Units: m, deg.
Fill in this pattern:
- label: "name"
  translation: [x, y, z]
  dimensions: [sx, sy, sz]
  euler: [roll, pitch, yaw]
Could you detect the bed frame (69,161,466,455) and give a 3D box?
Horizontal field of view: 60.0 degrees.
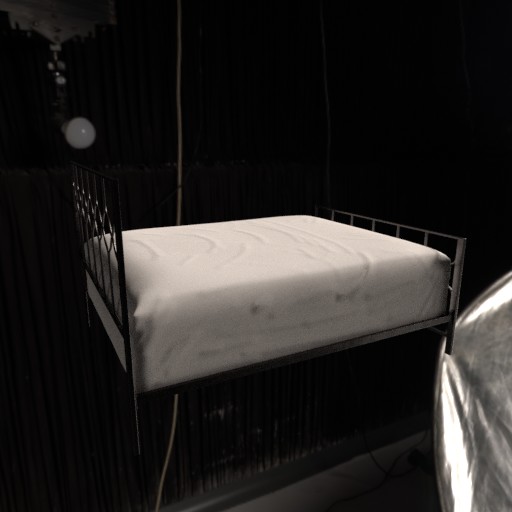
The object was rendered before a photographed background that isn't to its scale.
- label: "bed frame"
  translation: [0.000, 0.000, 2.972]
  dimensions: [2.063, 1.222, 1.597]
  euler: [-8, 17, -27]
